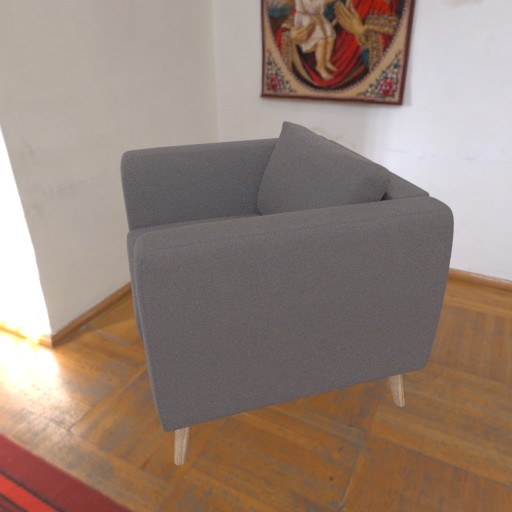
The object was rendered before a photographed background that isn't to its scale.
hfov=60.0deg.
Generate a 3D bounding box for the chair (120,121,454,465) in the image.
[{"bbox_3d":[0.000,0.000,1.678,0.930,0.860,1.000,-8,30,-15],"label":"chair"}]
